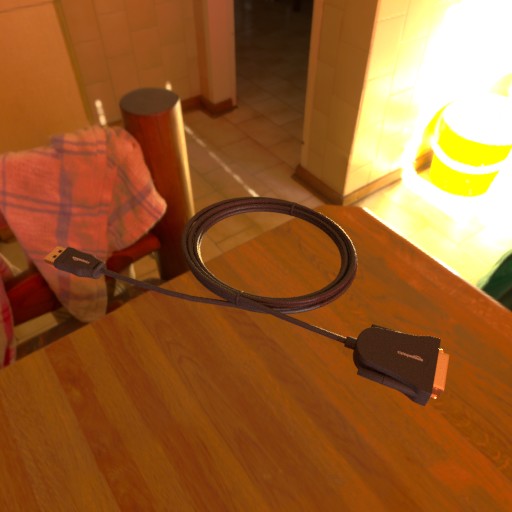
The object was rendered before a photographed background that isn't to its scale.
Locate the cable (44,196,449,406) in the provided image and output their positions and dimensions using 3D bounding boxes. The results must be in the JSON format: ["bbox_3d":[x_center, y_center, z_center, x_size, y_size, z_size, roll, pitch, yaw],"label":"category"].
[{"bbox_3d":[0.000,0.000,0.329,0.281,0.015,0.136,17,48,16],"label":"cable"}]
